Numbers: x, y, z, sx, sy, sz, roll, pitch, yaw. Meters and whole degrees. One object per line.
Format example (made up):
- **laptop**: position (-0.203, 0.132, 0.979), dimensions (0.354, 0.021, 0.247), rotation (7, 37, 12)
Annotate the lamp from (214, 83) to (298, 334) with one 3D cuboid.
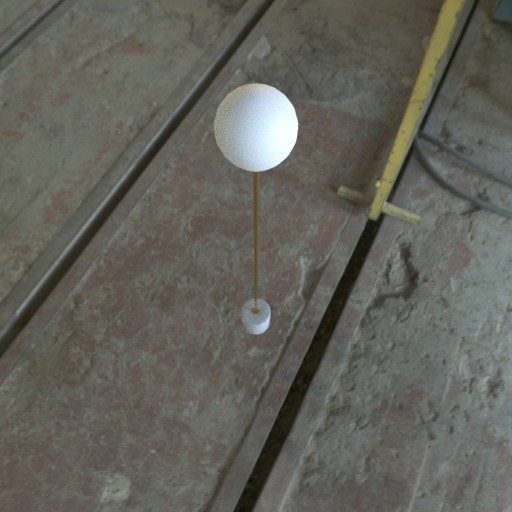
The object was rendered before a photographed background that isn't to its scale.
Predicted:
- **lamp**: position (0.000, 0.000, 1.867), dimensions (0.224, 1.753, 0.224), rotation (-17, 65, -8)
